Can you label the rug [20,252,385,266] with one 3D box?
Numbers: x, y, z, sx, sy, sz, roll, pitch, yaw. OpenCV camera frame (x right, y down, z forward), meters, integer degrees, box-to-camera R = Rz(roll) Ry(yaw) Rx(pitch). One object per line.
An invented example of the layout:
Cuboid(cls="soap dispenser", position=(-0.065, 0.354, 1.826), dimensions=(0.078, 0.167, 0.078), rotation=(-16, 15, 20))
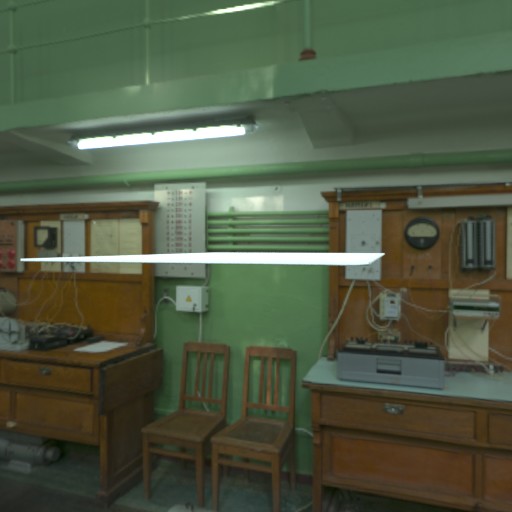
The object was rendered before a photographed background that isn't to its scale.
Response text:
Cuboid(cls="rug", position=(0.000, 0.000, 2.831), dimensions=(1.532, 0.017, 2.244), rotation=(0, 1, 18))
